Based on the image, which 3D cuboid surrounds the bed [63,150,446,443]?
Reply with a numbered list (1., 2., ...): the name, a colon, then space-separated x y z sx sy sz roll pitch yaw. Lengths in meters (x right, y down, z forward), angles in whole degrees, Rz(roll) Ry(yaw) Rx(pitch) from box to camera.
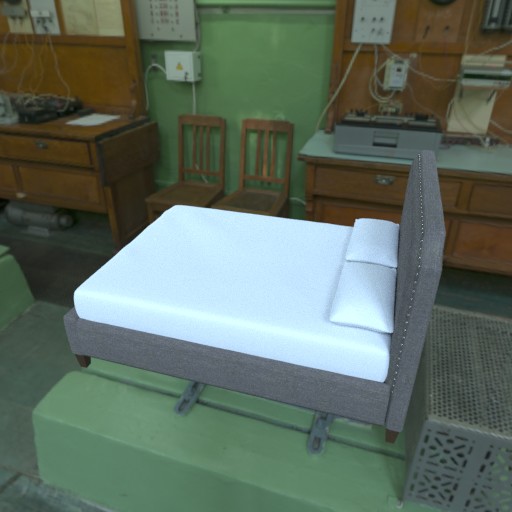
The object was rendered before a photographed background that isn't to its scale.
1. bed: 0.000 0.000 3.414 2.381 1.457 1.713 9 31 15
